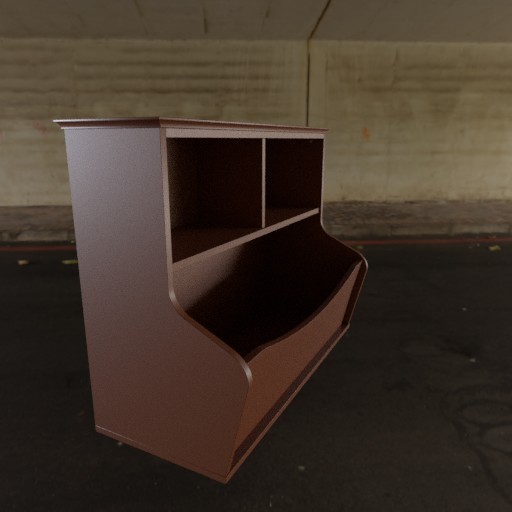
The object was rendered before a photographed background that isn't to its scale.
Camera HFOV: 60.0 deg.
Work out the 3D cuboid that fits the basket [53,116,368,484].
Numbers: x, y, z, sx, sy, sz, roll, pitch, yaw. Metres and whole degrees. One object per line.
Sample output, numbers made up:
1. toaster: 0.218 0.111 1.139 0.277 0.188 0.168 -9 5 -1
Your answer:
1. basket: 0.000 0.000 1.099 0.376 0.625 0.792 8 17 27
